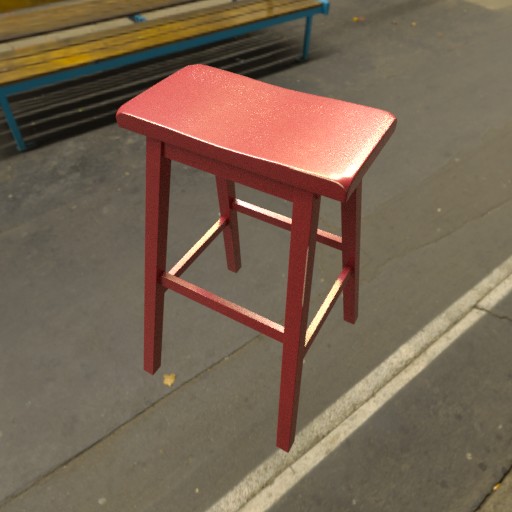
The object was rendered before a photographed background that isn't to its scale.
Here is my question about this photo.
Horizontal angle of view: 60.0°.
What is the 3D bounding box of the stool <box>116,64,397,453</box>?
[{"bbox_3d":[0.000,0.000,1.050,0.457,0.737,0.476,22,50,20],"label":"stool"}]
